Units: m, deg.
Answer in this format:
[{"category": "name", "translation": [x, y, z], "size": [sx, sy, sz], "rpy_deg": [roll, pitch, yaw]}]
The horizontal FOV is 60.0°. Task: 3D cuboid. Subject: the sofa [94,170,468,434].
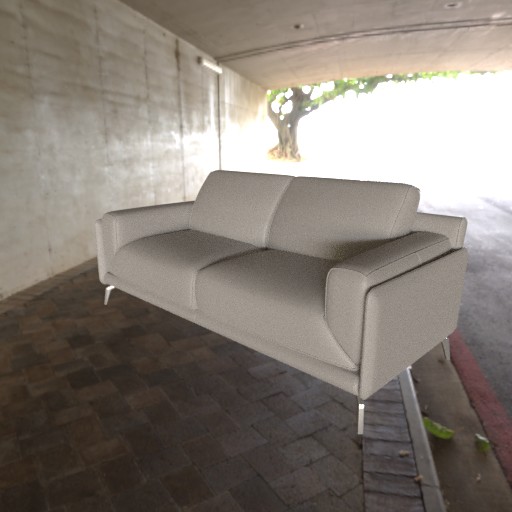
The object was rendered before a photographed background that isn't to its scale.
[{"category": "sofa", "translation": [0.000, 0.000, 2.602], "size": [2.101, 0.930, 1.049], "rpy_deg": [14, 20, 42]}]
